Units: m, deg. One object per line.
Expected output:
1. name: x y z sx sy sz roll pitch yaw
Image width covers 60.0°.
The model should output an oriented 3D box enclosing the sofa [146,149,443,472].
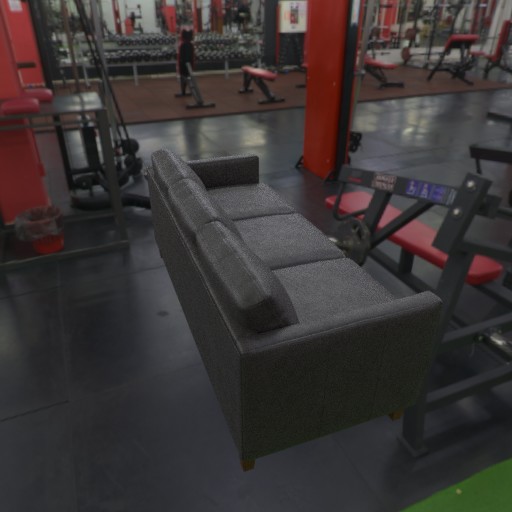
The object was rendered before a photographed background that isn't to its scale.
1. sofa: 0.000 0.000 2.999 1.045 1.006 2.464 -11 31 -18
